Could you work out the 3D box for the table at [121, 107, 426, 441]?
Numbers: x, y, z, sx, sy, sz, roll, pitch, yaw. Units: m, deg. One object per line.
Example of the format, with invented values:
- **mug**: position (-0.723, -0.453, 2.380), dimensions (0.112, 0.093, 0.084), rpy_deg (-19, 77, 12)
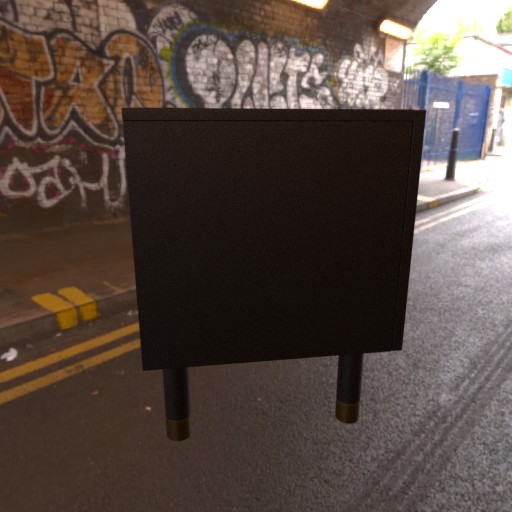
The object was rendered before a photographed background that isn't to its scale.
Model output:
- **table**: position (0.000, 0.000, 0.958), dimensions (0.441, 0.584, 0.564), rpy_deg (-2, 16, -8)
